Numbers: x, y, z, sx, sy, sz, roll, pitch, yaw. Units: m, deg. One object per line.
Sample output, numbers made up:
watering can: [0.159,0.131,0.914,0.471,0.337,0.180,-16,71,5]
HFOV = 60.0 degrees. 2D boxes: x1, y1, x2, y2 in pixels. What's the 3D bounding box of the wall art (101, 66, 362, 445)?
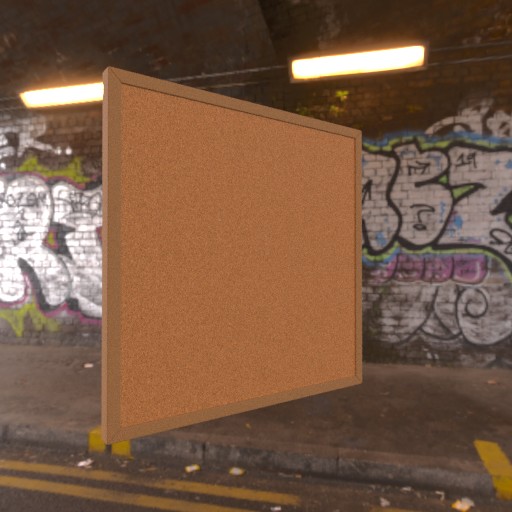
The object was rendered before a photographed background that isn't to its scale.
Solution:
wall art: [0.000,0.000,1.127,0.761,0.761,0.037,0,-1,-36]
